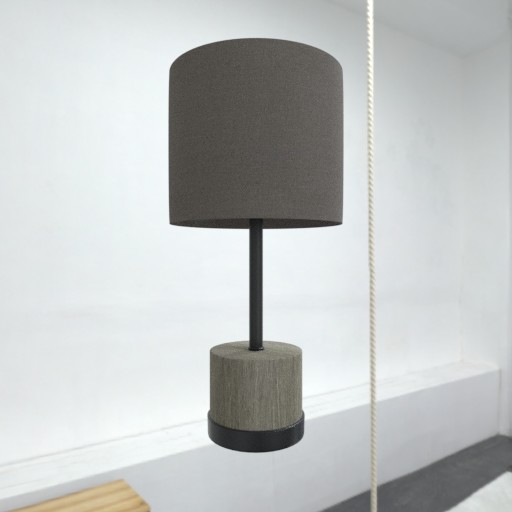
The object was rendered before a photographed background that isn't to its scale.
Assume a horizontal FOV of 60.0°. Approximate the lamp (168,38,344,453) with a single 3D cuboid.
[{"bbox_3d":[0.000,0.000,0.591,0.229,0.470,0.229,0,1,35],"label":"lamp"}]
